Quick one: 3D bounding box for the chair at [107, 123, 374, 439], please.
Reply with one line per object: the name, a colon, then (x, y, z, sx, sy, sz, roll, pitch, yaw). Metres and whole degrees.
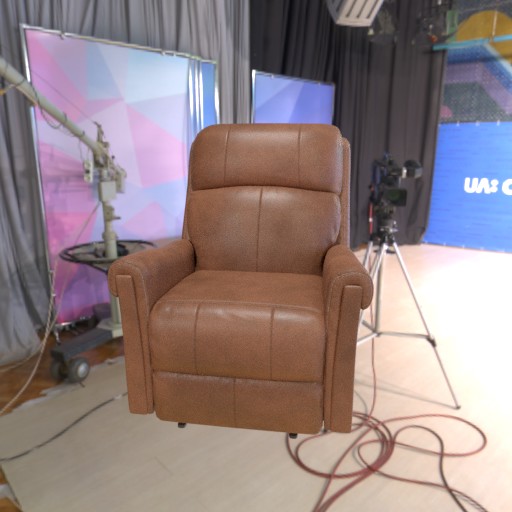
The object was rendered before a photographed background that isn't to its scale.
chair: (0.000, 0.000, 1.800, 0.838, 1.054, 1.014, 2, 15, 8)
